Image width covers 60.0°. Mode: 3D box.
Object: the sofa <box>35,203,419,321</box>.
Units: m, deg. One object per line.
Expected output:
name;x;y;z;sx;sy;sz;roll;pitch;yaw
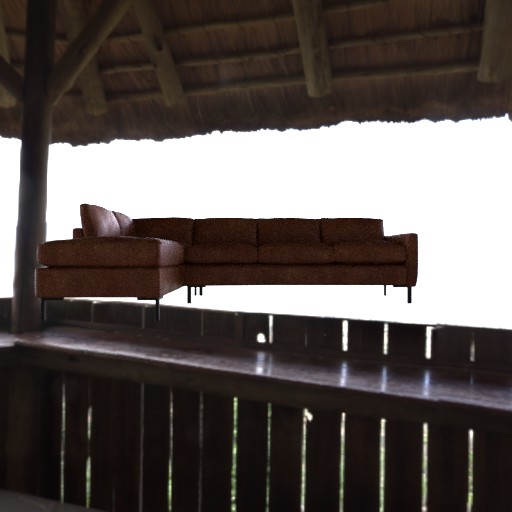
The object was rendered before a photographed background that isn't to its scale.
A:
sofa;0.000;0.000;3.934;2.984;0.877;1.938;0;0;0
